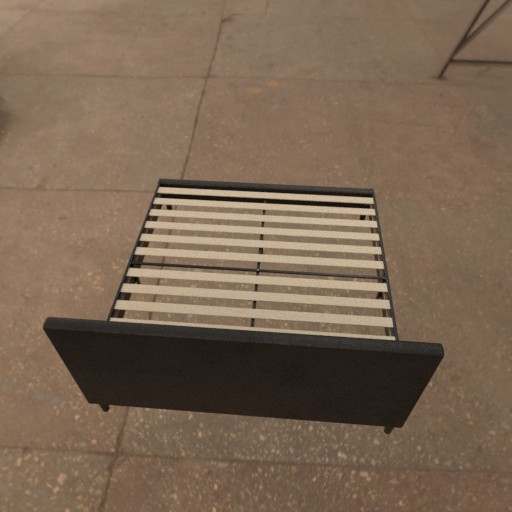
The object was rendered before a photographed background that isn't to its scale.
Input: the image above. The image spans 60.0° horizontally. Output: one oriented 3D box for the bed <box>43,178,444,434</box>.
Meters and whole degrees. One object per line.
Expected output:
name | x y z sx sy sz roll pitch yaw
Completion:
bed | 0.000 0.000 3.312 2.018 1.046 2.152 3 47 3
